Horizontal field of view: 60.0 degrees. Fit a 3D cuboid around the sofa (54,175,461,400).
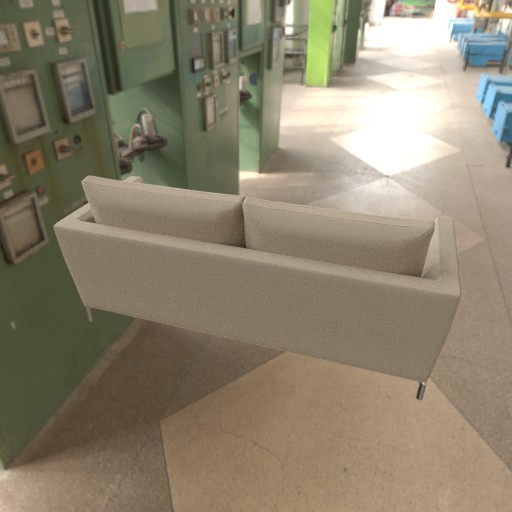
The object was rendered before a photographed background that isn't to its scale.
[{"bbox_3d":[0.000,0.000,2.731,2.214,1.005,0.868,10,32,16],"label":"sofa"}]
